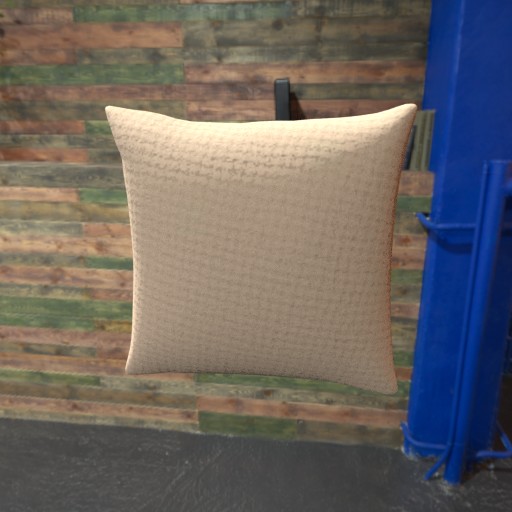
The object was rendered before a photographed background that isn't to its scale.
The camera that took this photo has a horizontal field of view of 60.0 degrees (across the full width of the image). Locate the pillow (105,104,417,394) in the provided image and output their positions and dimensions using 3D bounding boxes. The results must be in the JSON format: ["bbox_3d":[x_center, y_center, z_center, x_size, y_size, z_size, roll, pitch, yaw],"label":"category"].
[{"bbox_3d":[0.000,0.000,0.629,0.419,0.407,0.173,2,15,8],"label":"pillow"}]
